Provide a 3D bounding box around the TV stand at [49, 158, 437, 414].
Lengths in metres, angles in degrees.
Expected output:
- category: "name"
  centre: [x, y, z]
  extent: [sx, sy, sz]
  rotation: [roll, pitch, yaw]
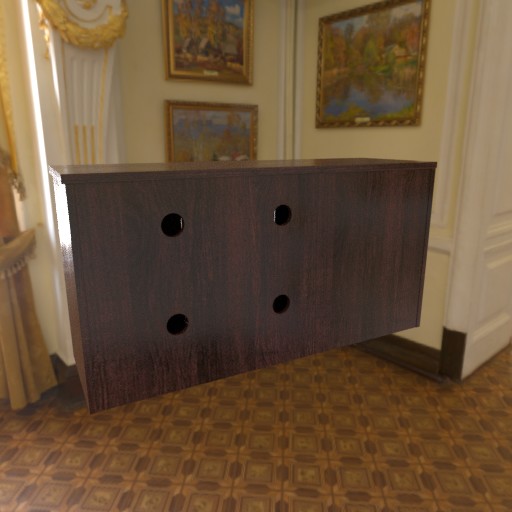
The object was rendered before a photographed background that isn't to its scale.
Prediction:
- category: "TV stand"
  centre: [0.000, 0.000, 1.499]
  extent: [1.192, 0.614, 0.404]
  rotation: [-8, 17, -27]
